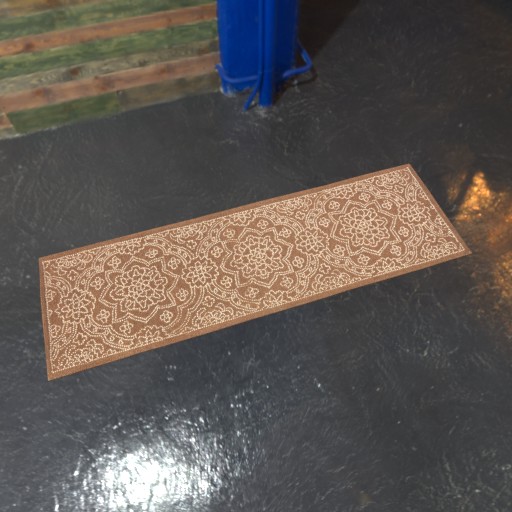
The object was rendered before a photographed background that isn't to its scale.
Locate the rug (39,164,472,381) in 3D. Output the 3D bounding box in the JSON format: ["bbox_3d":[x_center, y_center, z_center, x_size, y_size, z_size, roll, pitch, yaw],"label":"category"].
[{"bbox_3d":[0.000,0.000,2.614,2.448,0.012,0.769,-15,59,-10],"label":"rug"}]
